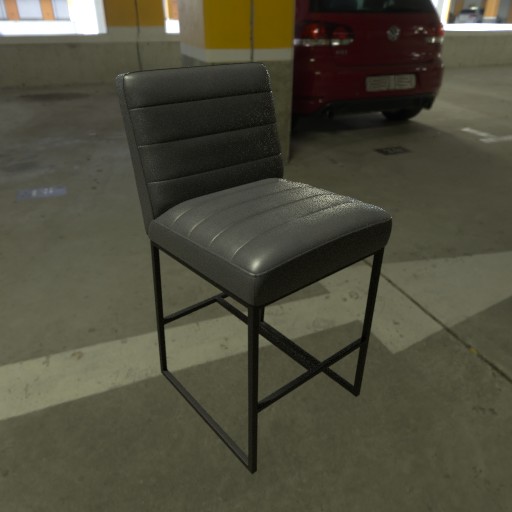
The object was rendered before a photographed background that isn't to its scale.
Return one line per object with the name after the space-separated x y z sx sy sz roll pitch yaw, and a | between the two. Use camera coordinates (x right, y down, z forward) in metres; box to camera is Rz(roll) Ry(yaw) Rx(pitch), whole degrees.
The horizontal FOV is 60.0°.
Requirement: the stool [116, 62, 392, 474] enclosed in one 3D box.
0.000 0.000 1.224 0.457 0.938 0.552 -21 35 -34 | stool
